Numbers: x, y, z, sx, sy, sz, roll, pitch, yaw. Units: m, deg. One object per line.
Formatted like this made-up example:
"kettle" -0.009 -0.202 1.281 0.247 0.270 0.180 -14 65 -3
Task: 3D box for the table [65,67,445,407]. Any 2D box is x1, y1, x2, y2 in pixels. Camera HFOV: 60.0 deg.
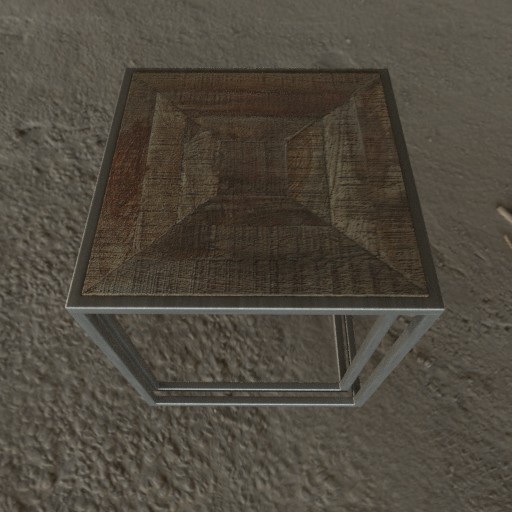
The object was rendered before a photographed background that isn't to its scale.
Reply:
"table" 0.000 0.000 0.849 0.449 0.500 0.450 0 58 0
